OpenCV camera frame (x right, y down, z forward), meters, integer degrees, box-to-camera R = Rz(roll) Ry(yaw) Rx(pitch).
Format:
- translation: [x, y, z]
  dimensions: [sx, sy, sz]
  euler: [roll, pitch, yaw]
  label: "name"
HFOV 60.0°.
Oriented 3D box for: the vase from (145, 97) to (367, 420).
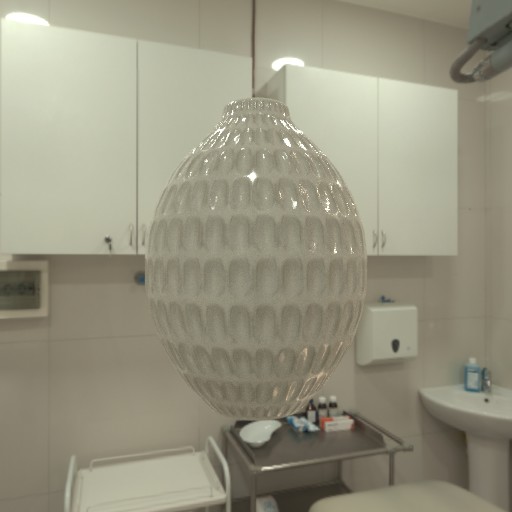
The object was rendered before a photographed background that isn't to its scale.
- translation: [0.000, 0.000, 0.333]
  dimensions: [0.162, 0.223, 0.162]
  euler: [0, 0, 0]
  label: "vase"
